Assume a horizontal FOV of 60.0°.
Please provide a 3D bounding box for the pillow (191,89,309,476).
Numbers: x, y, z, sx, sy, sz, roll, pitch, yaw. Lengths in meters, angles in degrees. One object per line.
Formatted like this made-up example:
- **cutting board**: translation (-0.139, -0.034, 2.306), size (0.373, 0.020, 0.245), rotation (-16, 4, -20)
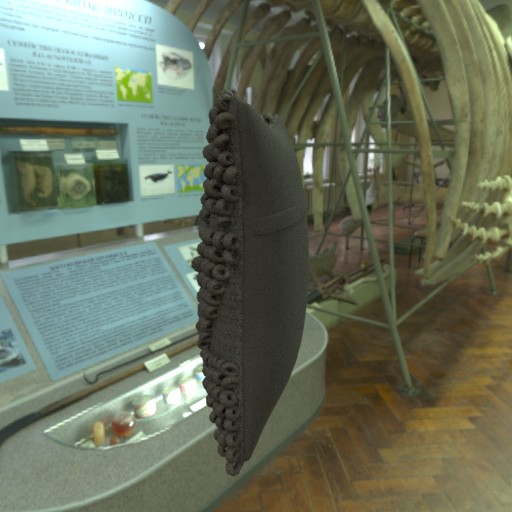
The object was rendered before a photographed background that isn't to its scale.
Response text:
- **pillow**: translation (0.000, 0.000, 0.723), size (0.172, 0.467, 0.470), rotation (2, 14, 8)
